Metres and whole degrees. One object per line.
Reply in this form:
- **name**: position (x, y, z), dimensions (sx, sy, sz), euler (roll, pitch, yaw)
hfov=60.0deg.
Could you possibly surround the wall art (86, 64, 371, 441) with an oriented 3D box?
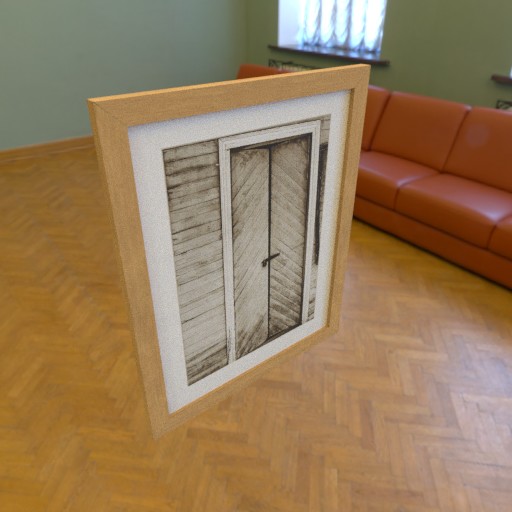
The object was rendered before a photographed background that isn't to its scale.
- **wall art**: position (0.000, 0.000, 0.747), dimensions (0.460, 0.561, 0.020), euler (-22, 37, -32)
